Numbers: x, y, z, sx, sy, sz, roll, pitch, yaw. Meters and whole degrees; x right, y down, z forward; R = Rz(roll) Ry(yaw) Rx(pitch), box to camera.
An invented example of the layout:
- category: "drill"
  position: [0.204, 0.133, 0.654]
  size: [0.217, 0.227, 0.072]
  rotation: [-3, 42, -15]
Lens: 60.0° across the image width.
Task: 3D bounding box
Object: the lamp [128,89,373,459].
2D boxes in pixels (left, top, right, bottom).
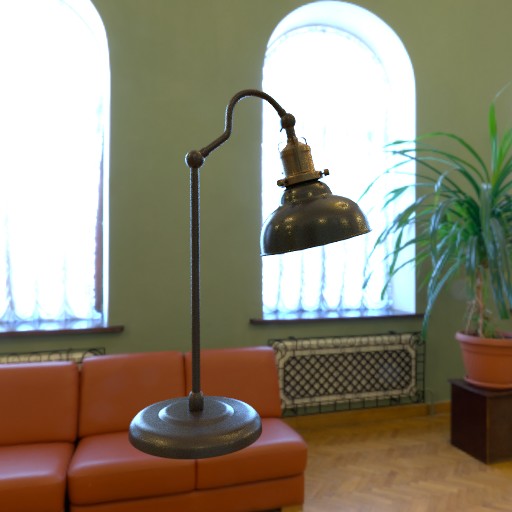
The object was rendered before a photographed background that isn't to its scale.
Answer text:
- category: "lamp"
  position: [0.000, 0.000, 0.676]
  size: [0.374, 0.508, 0.192]
  rotation: [0, 0, -17]
